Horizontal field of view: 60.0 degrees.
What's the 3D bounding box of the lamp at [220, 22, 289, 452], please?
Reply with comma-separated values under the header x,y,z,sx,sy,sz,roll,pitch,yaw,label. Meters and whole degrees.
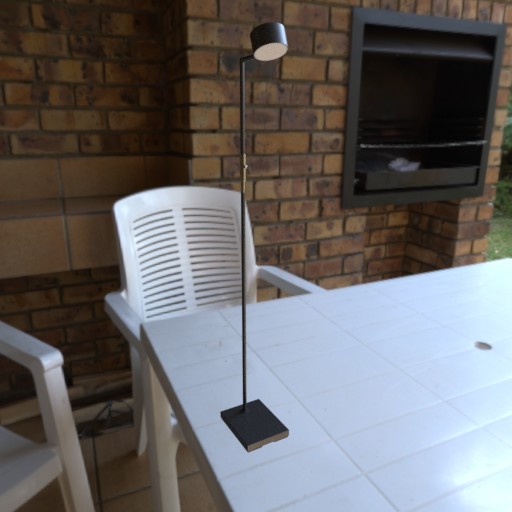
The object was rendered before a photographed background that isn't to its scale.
x,y,z,sx,sy,sz,roll,pitch,yaw,label
0.000,0.000,1.729,0.203,1.600,0.304,-9,18,-28,lamp
